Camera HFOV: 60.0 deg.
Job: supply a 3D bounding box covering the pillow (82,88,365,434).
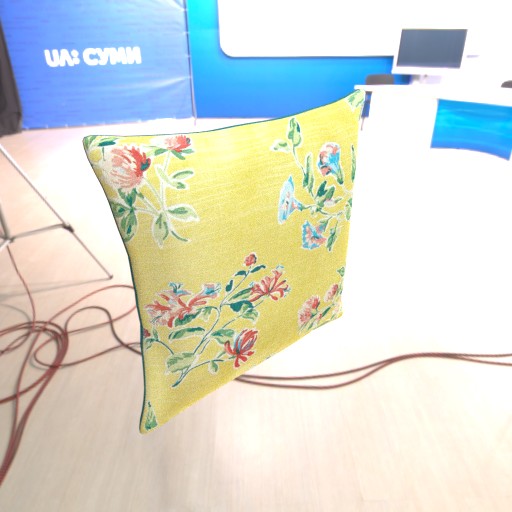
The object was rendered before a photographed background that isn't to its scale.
[{"bbox_3d":[0.000,0.000,0.784,0.525,0.508,0.166,-23,37,-34],"label":"pillow"}]
